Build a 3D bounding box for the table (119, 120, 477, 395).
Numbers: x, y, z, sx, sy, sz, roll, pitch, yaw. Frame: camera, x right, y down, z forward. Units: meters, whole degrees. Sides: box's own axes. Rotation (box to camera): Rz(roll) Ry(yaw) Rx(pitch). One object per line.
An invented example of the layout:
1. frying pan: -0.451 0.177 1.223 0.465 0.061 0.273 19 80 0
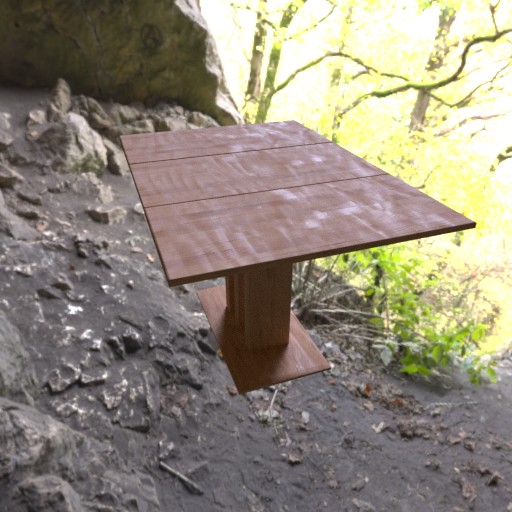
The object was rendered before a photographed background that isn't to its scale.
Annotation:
1. table: 0.000 0.000 1.880 0.900 0.770 1.300 -10 32 -17
